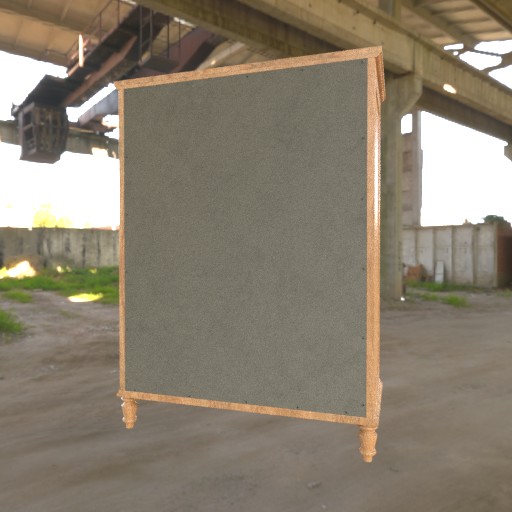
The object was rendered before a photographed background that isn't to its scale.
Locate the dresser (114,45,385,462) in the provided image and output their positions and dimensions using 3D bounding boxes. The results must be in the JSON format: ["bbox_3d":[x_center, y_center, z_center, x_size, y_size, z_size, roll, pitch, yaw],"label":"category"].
[{"bbox_3d":[0.000,0.000,1.763,0.973,1.318,0.484,0,1,18],"label":"dresser"}]
